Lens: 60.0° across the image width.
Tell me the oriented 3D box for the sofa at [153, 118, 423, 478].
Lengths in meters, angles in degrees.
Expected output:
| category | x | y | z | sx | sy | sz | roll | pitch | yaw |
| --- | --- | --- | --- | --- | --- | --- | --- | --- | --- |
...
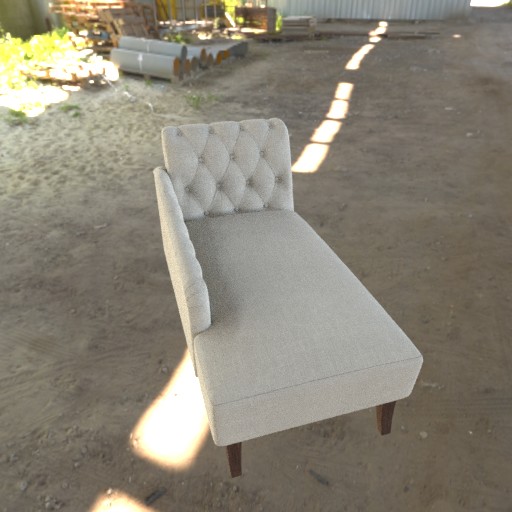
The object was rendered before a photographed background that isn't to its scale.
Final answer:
| category | x | y | z | sx | sy | sz | roll | pitch | yaw |
| --- | --- | --- | --- | --- | --- | --- | --- | --- | --- |
| sofa | 0.000 | 0.000 | 1.817 | 0.675 | 0.787 | 1.379 | -9 | 33 | -14 |
